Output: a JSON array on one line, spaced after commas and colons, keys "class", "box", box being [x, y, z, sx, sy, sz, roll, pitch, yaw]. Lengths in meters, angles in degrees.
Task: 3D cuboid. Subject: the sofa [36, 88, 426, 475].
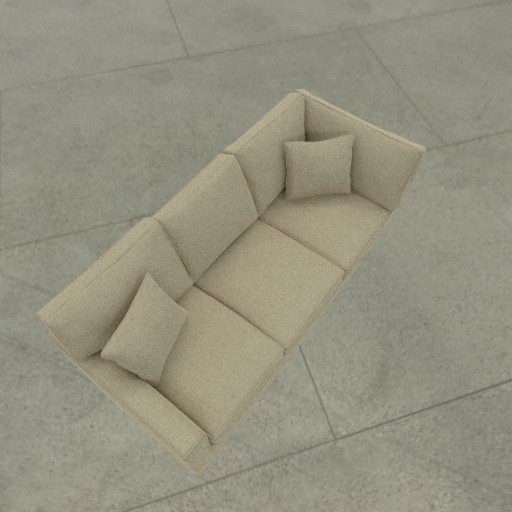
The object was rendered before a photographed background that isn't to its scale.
[{"class": "sofa", "box": [0.000, 0.000, 2.786, 1.061, 0.962, 2.317, 33, 63, 19]}]
